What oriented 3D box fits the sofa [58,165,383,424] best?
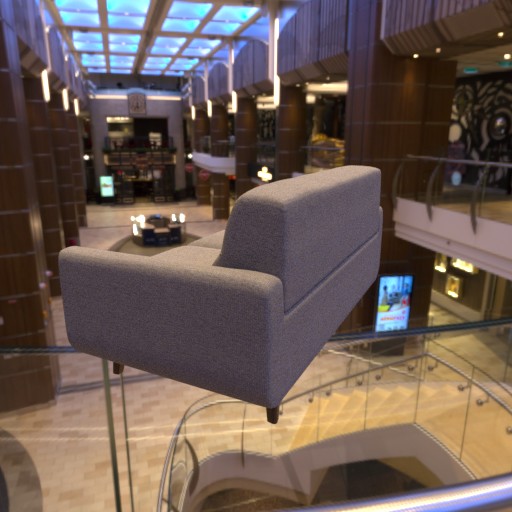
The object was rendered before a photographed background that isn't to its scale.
[{"bbox_3d":[0.000,0.000,2.207,0.909,0.841,1.631,8,17,26],"label":"sofa"}]
